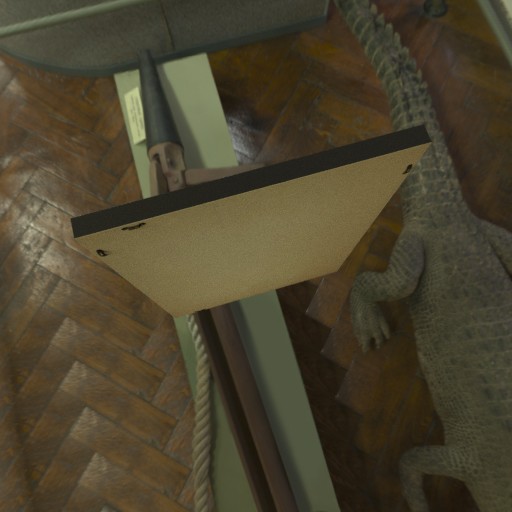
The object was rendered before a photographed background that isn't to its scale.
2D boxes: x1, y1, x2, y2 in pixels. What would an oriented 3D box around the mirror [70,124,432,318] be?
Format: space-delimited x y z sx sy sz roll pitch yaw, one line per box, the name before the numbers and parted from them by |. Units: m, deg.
mirror | 0.000 0.000 1.168 0.609 0.915 0.041 -16 75 -4
